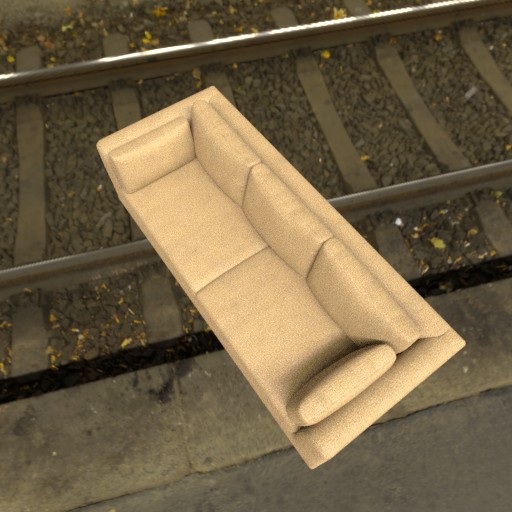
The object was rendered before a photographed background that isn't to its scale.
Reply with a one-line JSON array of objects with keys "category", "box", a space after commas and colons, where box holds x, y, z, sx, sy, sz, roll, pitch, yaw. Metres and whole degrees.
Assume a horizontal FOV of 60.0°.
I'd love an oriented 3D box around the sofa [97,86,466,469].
[{"category": "sofa", "box": [0.000, 0.000, 2.914, 0.969, 0.867, 2.415, -32, 66, -17]}]
